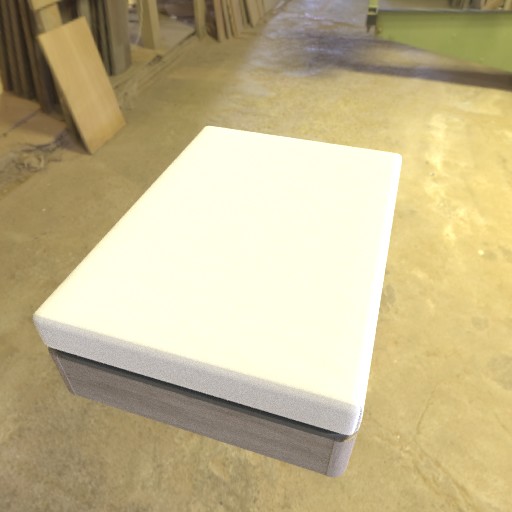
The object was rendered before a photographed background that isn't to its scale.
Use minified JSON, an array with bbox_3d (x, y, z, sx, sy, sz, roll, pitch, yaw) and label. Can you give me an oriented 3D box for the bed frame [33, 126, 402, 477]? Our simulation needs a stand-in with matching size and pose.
[{"bbox_3d":[0.000,0.000,2.518,1.400,0.561,1.900,12,43,13],"label":"bed frame"}]
